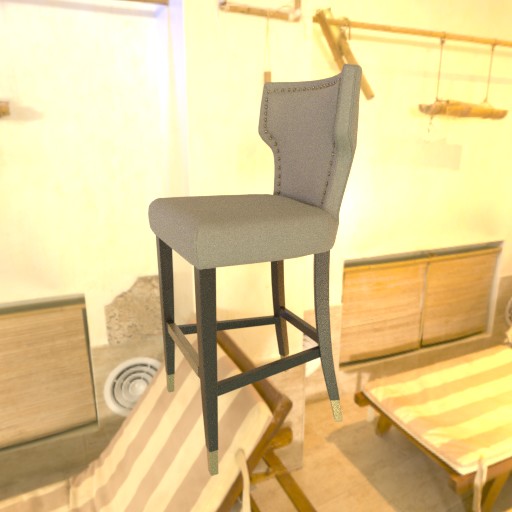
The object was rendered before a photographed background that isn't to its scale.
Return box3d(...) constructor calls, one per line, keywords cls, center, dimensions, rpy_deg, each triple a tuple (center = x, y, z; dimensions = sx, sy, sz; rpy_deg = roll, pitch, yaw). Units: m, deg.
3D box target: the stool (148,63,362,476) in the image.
box3d(cls="stool", center=(0.000, 0.000, 1.402), dimensions=(0.563, 1.092, 0.526), rpy_deg=(-7, 16, -24))
